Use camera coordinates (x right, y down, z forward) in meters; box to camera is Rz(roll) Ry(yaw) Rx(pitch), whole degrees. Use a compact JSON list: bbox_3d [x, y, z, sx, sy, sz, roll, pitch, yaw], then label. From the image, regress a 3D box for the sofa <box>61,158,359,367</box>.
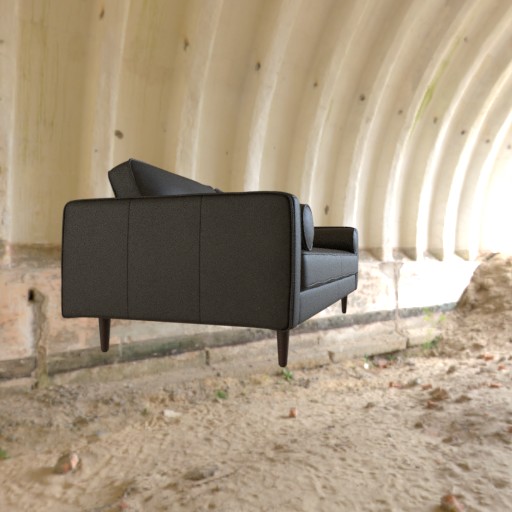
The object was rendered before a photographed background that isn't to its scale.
[{"bbox_3d":[0.000,0.000,2.375,0.921,0.770,1.879,0,0,19],"label":"sofa"}]
